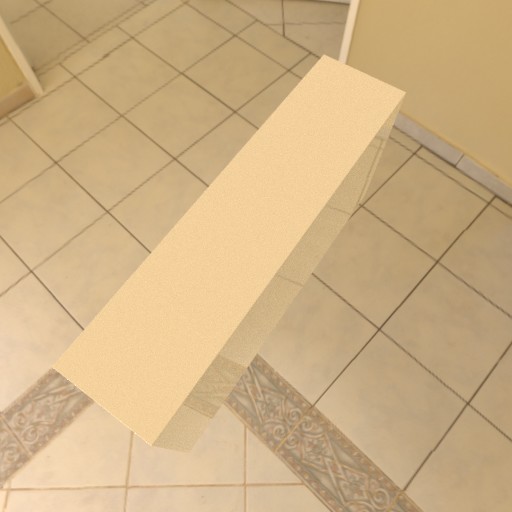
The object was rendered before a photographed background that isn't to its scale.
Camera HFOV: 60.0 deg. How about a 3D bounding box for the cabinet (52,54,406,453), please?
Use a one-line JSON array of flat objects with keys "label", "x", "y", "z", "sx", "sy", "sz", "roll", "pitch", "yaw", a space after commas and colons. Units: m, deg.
[{"label": "cabinet", "x": 0.000, "y": 0.000, "z": 1.974, "sx": 0.400, "sy": 0.800, "sz": 1.650, "roll": 32, "pitch": 69, "yaw": 14}]
